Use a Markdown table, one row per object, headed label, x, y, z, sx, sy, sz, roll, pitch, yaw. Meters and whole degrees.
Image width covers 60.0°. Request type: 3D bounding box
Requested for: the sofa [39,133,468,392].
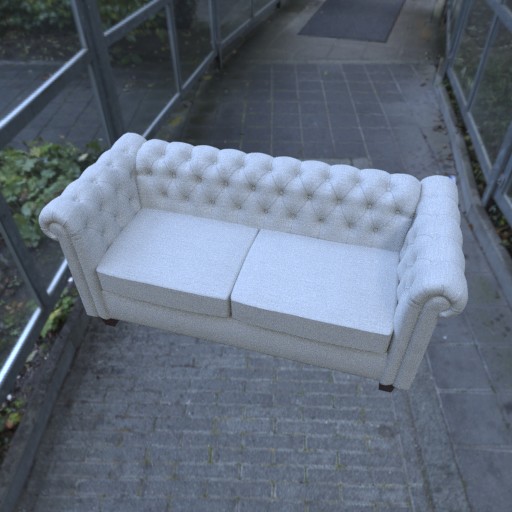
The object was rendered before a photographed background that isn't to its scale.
| label | x | y | z | sx | sy | sz | roll | pitch | yaw |
| --- | --- | --- | --- | --- | --- | --- | --- | --- | --- |
| sofa | 0.000 | 0.000 | 2.243 | 1.798 | 0.797 | 0.783 | 11 | 43 | 12 |
